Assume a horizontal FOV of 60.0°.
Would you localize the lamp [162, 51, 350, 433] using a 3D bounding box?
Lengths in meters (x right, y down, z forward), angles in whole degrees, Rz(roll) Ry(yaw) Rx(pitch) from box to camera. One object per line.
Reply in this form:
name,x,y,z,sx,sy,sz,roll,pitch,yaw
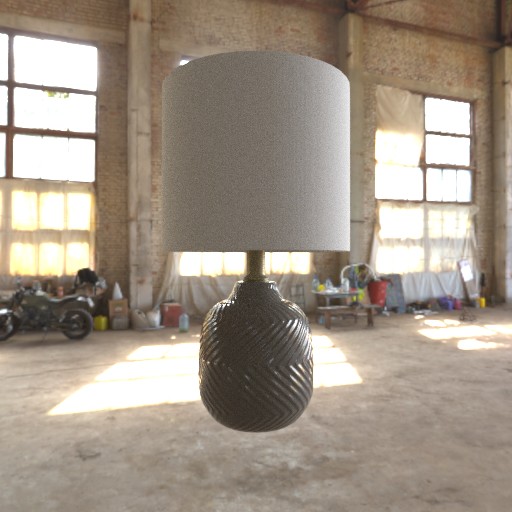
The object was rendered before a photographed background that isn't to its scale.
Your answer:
lamp,0.000,0.000,0.497,0.207,0.366,0.207,0,0,0
